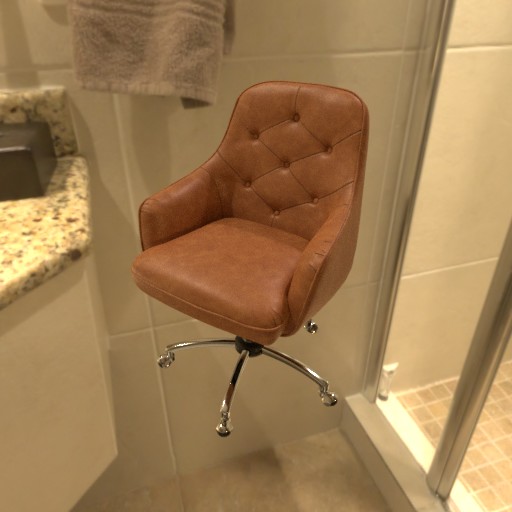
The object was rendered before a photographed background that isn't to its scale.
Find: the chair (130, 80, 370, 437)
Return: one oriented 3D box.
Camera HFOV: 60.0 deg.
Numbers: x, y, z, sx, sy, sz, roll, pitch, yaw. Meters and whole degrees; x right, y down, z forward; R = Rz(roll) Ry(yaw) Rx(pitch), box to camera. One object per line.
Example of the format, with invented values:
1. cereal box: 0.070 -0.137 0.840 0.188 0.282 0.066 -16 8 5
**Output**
1. chair: 0.000 0.000 1.338 0.628 0.909 0.615 19 36 29
